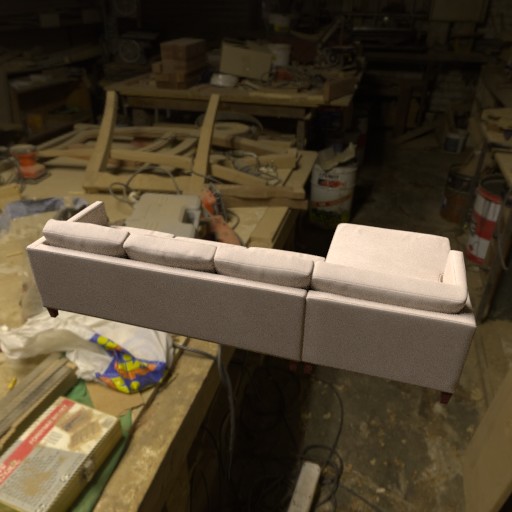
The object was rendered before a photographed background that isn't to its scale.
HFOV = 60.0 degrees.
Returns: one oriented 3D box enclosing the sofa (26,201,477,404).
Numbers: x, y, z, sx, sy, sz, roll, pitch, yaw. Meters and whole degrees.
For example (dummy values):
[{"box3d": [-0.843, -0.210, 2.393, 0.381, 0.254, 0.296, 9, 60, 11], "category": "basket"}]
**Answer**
[{"box3d": [0.000, 0.000, 3.747, 3.186, 0.846, 1.625, 9, 32, 15], "category": "sofa"}]
